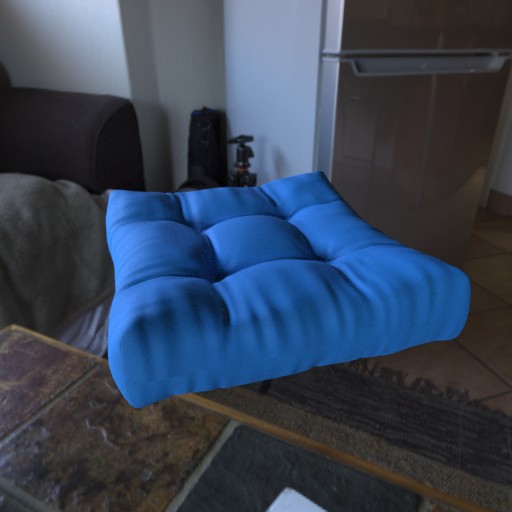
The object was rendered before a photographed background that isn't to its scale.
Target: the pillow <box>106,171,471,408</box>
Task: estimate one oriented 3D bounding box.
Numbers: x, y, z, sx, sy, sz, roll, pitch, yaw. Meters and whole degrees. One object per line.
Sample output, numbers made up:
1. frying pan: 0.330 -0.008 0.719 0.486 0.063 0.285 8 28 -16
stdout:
1. pillow: 0.000 0.000 0.727 0.468 0.128 0.490 -8 29 -15
